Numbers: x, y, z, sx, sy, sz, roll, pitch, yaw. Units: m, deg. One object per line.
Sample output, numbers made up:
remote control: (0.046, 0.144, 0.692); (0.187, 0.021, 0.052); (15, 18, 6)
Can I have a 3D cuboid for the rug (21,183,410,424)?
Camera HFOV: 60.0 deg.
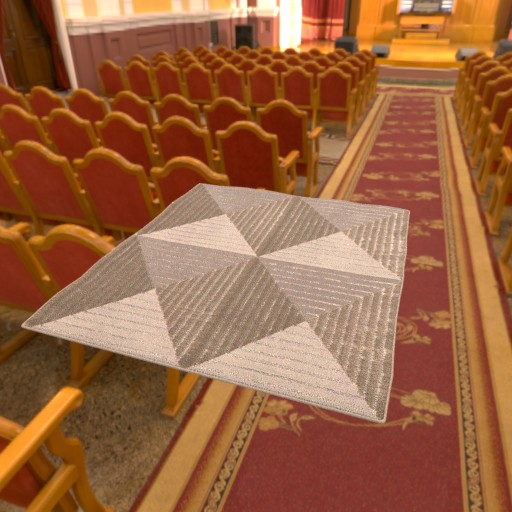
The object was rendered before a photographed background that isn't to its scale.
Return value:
rug: (0.000, 0.000, 0.859); (0.551, 0.008, 0.642); (10, 32, 16)
